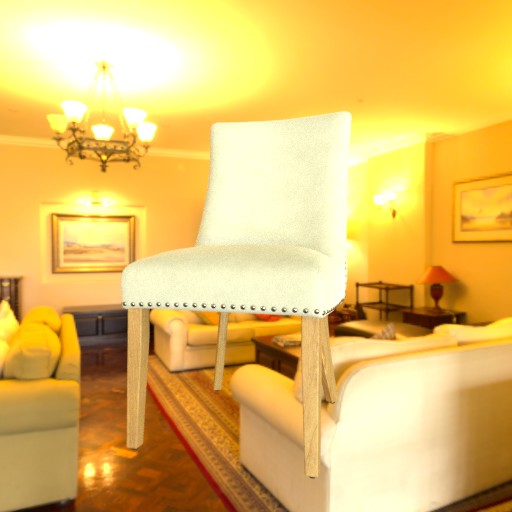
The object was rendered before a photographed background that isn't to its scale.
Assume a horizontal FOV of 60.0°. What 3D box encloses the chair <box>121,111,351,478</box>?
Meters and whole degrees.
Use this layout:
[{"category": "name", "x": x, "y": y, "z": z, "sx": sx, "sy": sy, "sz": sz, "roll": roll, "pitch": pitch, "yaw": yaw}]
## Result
[{"category": "chair", "x": 0.000, "y": 0.000, "z": 1.236, "sx": 0.495, "sy": 0.902, "sz": 0.610, "roll": 0, "pitch": 1, "yaw": 18}]
